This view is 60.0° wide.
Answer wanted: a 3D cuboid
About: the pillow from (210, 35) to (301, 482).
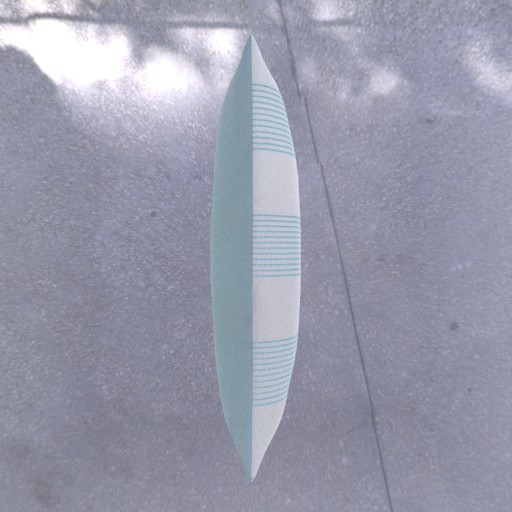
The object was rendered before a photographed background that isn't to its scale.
[{"bbox_3d":[0.000,0.000,0.739,0.151,0.287,0.610,0,90,1],"label":"pillow"}]
